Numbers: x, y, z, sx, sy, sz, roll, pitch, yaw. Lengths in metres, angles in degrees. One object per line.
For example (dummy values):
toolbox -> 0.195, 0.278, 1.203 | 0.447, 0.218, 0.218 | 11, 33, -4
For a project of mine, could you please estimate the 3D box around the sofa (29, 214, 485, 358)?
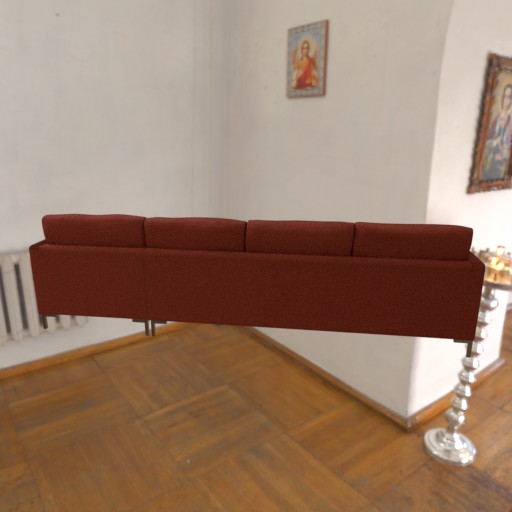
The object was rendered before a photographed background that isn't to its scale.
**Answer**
sofa -> 0.000, 0.000, 3.433 | 2.932, 0.810, 1.350 | 2, 17, 8
